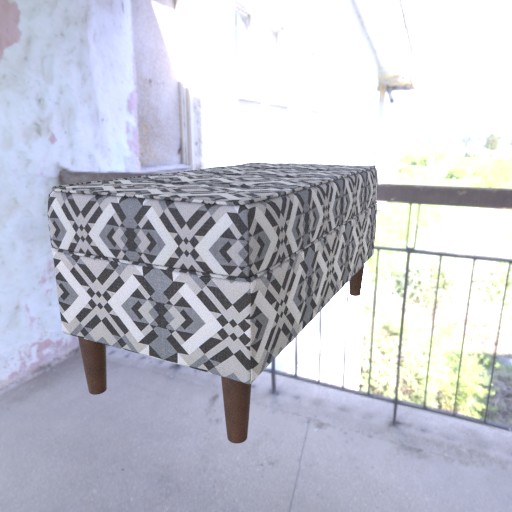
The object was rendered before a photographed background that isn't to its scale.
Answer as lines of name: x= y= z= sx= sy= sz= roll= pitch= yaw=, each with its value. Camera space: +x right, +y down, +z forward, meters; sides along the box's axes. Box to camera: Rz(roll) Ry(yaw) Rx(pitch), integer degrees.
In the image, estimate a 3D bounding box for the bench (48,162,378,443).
bench: x=0.000 y=0.000 z=1.293 sx=0.492 sy=0.477 sz=1.016 roll=8 pitch=17 yaw=26
